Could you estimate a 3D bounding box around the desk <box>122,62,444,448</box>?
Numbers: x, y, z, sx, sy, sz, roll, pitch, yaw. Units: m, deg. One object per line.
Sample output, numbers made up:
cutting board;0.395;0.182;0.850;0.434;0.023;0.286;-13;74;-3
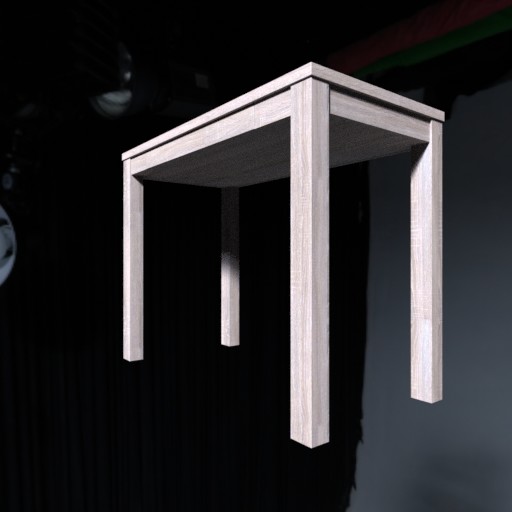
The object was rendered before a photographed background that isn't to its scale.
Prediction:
desk;0.000;0.000;1.414;0.495;0.762;0.991;0;0;-38
